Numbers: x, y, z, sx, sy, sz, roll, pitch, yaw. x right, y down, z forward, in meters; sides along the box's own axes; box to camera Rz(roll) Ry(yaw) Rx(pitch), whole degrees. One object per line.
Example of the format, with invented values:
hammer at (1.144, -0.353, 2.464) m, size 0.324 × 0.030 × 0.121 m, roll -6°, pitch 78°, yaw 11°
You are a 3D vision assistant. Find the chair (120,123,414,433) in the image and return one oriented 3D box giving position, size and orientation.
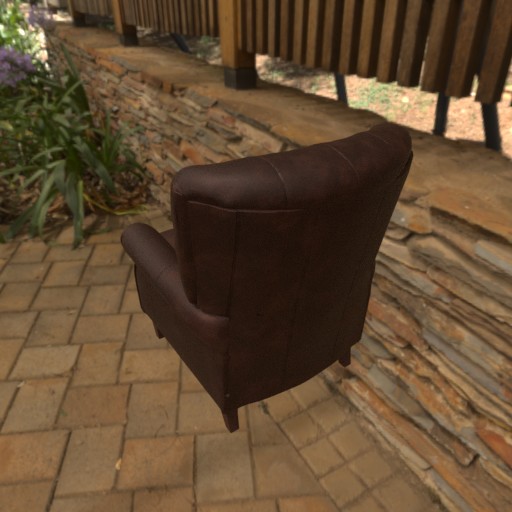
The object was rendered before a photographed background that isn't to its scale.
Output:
chair at (0.000, 0.000, 1.885) m, size 0.948 × 1.158 × 1.058 m, roll -20°, pitch 36°, yaw -29°
